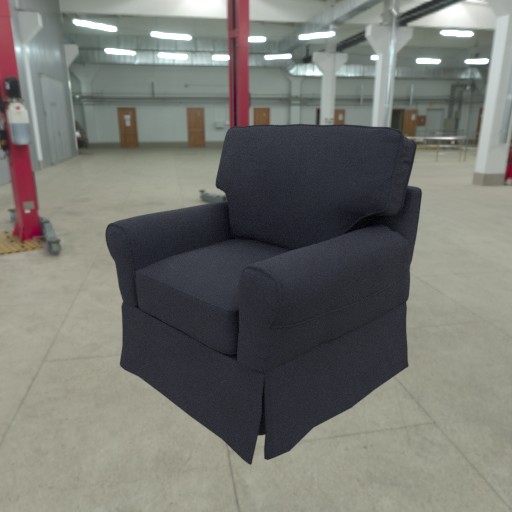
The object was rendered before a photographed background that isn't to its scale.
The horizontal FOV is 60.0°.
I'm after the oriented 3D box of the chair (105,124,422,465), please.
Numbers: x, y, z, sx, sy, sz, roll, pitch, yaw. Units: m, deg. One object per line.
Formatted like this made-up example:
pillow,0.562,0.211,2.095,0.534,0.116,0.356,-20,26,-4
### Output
chair,0.000,0.000,2.002,1.119,1.140,1.002,16,23,41
